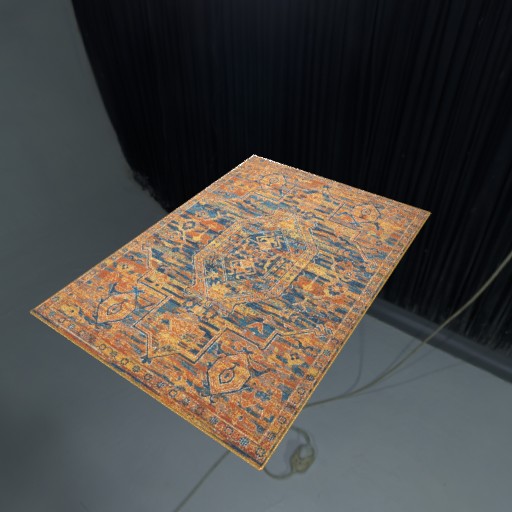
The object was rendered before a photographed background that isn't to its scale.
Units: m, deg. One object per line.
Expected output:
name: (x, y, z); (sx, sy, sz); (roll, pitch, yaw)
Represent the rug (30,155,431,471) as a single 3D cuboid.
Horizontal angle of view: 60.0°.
rug: (0.000, 0.000, 3.734); (2.043, 0.019, 2.916); (24, 46, 25)
